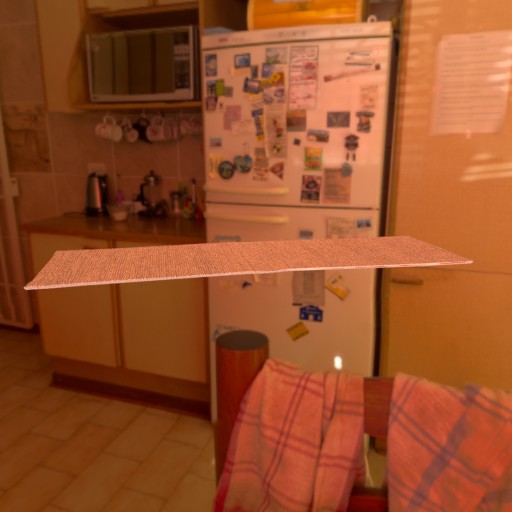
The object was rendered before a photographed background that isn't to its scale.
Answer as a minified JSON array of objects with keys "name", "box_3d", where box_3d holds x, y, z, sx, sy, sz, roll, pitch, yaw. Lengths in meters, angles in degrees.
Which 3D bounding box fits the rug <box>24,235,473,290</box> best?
[{"name":"rug","box_3d":[0.000,0.000,2.560,2.320,0.032,0.692,-3,15,-11]}]
